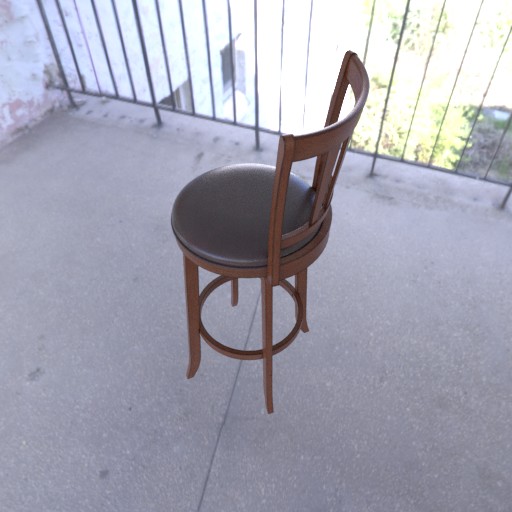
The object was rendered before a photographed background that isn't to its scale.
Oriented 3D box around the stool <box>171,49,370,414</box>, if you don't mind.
[{"bbox_3d":[0.000,0.000,1.420,0.503,1.177,0.464,18,49,17],"label":"stool"}]
